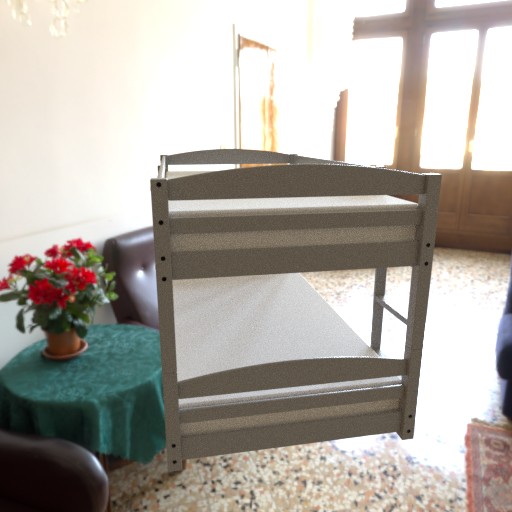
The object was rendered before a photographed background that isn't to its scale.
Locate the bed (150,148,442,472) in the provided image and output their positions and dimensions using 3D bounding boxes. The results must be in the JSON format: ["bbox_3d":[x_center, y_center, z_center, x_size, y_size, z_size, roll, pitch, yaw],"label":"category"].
[{"bbox_3d":[0.000,0.000,2.673,1.105,1.206,2.013,-3,15,-10],"label":"bed"}]
